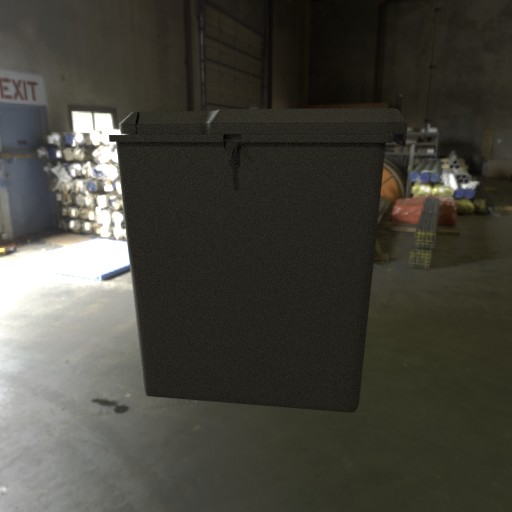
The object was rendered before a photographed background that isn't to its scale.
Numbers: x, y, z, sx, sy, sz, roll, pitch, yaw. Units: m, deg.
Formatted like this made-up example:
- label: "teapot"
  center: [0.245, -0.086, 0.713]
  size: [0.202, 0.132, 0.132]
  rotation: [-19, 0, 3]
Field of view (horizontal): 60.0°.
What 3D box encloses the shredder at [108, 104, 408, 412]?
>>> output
- label: "shredder"
  center: [0.000, 0.000, 0.523]
  size: [0.320, 0.335, 0.170]
  rotation: [2, 16, 7]
